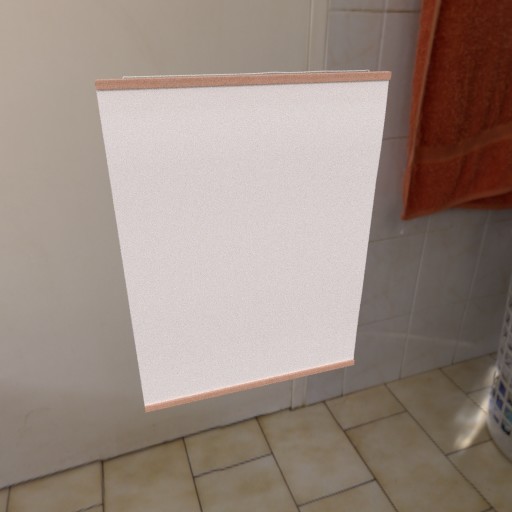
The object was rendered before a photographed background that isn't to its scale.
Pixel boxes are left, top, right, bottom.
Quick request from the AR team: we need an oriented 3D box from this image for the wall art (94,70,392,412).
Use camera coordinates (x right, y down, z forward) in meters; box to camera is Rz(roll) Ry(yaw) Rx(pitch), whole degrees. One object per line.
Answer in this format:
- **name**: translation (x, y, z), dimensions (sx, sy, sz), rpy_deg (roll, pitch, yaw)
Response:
- **wall art**: translation (0.000, 0.000, 1.320), dimensions (0.758, 1.013, 0.020), rpy_deg (-8, 28, -16)
